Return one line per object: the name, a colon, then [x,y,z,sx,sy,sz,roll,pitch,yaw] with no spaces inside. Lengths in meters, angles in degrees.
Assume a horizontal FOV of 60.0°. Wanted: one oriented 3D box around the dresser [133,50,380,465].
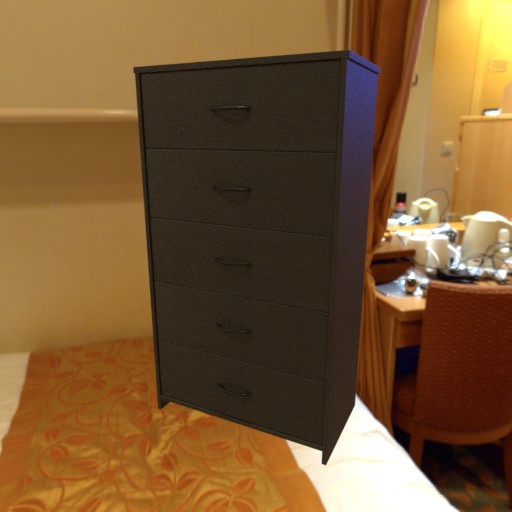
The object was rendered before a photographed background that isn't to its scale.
dresser: [0.000,0.000,1.587,0.704,1.255,0.399,8,18,26]
